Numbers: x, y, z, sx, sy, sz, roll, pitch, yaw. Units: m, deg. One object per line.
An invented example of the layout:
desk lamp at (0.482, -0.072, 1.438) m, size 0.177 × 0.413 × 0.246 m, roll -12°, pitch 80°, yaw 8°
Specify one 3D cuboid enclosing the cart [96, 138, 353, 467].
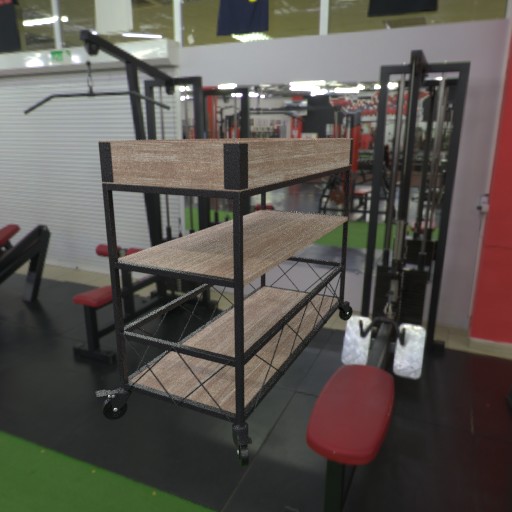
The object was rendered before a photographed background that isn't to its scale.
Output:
cart at (0.000, 0.000, 1.546) m, size 0.500 × 0.787 × 1.101 m, roll 7°, pitch 17°, yaw 25°
